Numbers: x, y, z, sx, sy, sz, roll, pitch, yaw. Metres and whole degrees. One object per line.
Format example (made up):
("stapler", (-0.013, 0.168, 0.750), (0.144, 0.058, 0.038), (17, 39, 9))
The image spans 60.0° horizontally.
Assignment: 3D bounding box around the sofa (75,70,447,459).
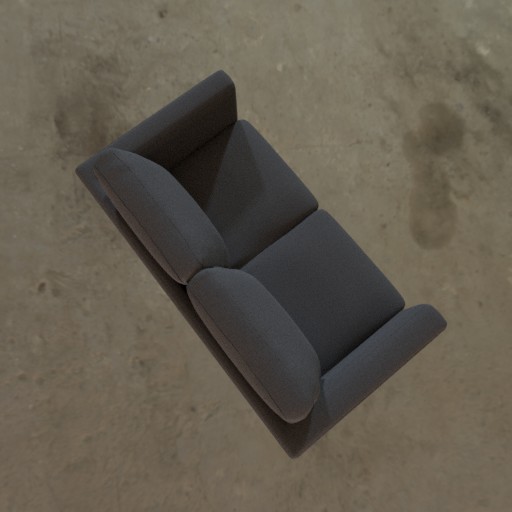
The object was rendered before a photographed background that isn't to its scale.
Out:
("sofa", (0.000, 0.000, 1.973), (0.796, 0.908, 1.430), (-38, 79, -8))
